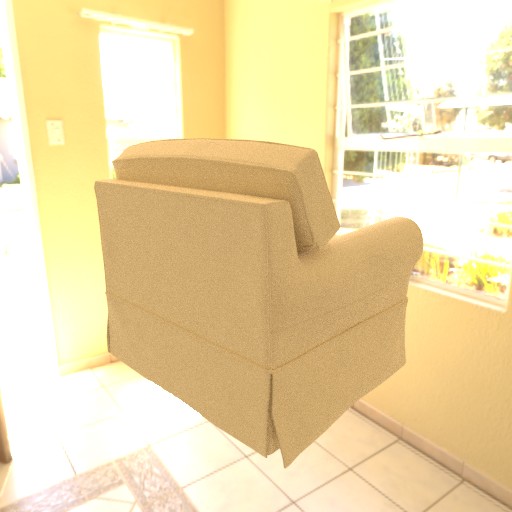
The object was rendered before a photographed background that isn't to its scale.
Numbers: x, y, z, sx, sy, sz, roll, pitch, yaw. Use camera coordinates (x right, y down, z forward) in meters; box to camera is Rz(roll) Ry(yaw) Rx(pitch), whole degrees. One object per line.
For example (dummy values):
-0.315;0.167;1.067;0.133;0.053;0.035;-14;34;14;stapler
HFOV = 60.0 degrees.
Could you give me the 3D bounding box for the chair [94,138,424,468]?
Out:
0.000;0.000;1.865;1.099;0.958;0.904;14;20;42;chair
